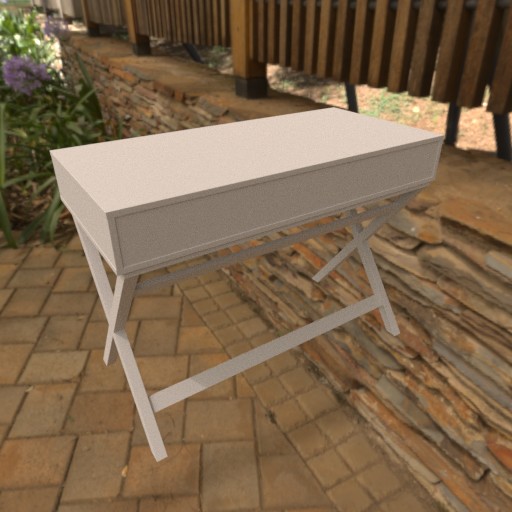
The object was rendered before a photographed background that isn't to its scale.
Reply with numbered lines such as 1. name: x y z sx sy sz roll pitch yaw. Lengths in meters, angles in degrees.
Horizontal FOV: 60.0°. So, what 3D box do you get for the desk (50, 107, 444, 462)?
1. desk: 0.000 0.000 1.506 1.057 0.780 0.525 -18 34 -29
